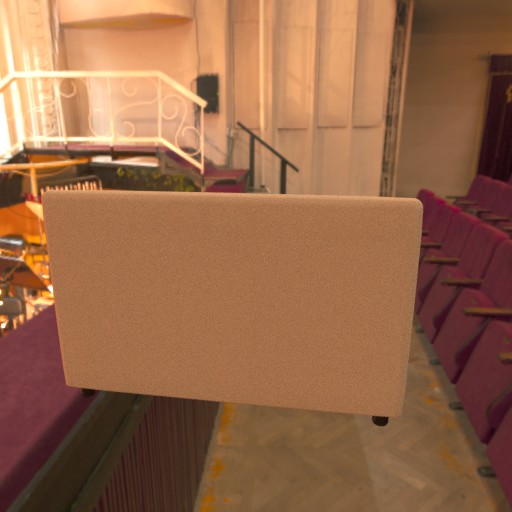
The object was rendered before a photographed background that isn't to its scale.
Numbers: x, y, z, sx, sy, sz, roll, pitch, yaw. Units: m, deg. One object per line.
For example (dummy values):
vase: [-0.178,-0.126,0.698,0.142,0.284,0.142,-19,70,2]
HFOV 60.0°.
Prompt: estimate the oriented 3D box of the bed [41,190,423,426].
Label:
bed: [0.000,0.000,3.556,2.119,1.317,2.341,3,16,9]
